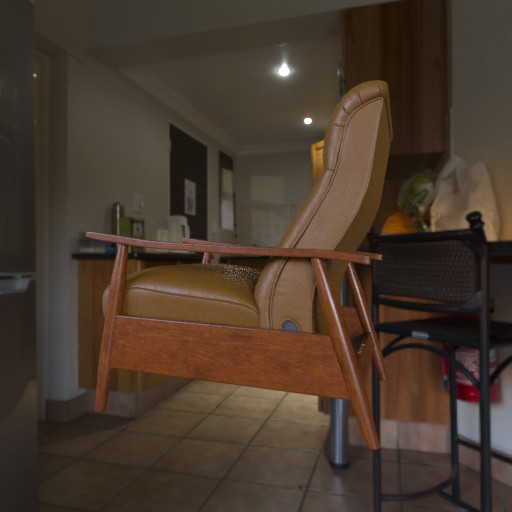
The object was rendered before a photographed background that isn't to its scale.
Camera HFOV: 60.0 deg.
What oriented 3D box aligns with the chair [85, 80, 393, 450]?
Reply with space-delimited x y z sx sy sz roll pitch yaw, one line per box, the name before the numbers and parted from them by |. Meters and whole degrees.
chair | 0.000 0.000 1.744 1.014 1.082 0.762 0 1 19
